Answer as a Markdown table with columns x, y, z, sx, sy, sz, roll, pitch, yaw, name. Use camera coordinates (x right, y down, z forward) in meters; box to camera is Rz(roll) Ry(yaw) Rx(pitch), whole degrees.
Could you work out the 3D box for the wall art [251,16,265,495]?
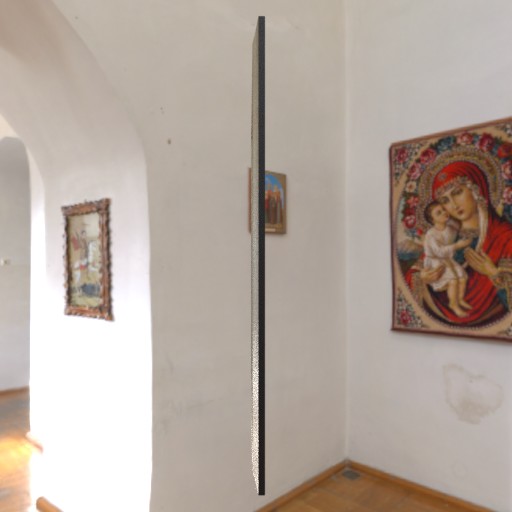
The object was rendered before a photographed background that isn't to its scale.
| x | y | z | sx | sy | sz | roll | pitch | yaw | name |
| --- | --- | --- | --- | --- | --- | --- | --- | --- | --- |
| 0.000 | 0.000 | 0.889 | 0.018 | 0.660 | 0.559 | 0 | 0 | -1 | wall art |
